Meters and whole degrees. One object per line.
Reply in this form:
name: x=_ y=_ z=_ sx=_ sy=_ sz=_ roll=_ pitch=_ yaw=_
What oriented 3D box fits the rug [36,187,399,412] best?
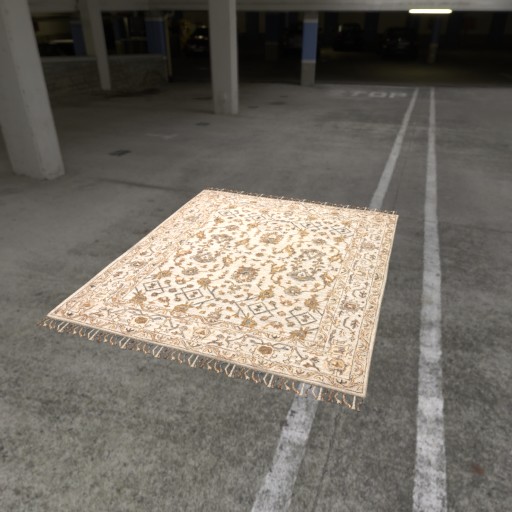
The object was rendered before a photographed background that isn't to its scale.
rug: x=0.000 y=0.000 z=4.196 sx=2.426 sy=0.034 sz=3.061 roll=10 pitch=31 yaw=17
